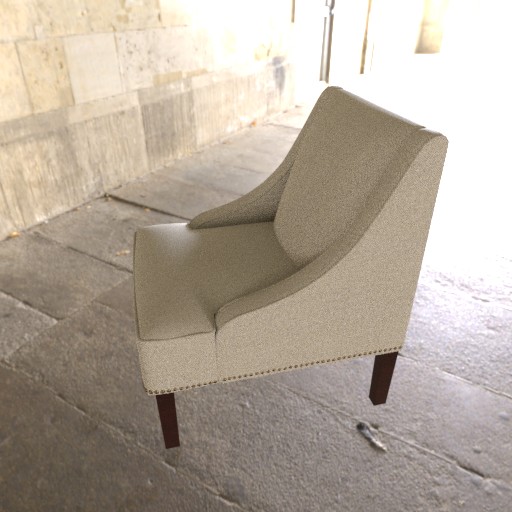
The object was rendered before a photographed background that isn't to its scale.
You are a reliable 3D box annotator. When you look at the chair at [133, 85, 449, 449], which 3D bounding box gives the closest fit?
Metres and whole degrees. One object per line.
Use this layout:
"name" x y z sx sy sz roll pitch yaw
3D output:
"chair" 0.000 0.000 1.369 0.748 0.872 0.628 -7 32 -12
